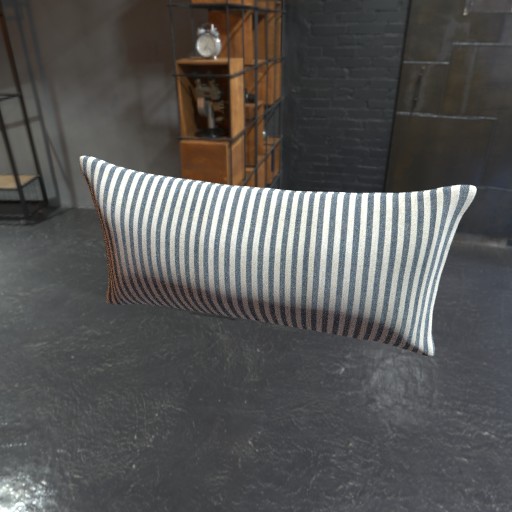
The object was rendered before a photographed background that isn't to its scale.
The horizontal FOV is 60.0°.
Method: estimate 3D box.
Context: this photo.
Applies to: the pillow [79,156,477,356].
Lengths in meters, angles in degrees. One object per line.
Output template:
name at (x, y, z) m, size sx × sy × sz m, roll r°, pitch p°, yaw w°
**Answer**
pillow at (0.000, 0.000, 0.736) m, size 0.617 × 0.295 × 0.151 m, roll 7°, pitch 28°, yaw 14°
